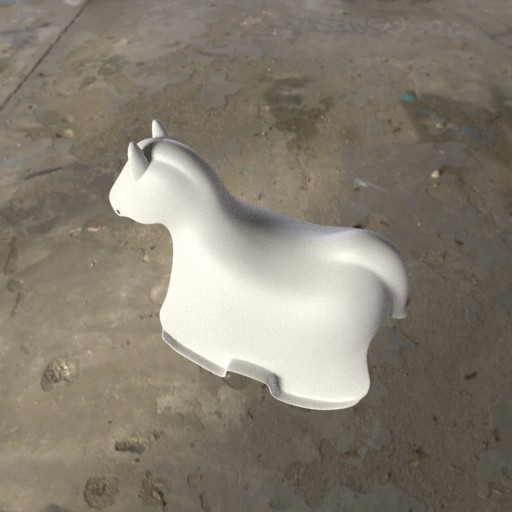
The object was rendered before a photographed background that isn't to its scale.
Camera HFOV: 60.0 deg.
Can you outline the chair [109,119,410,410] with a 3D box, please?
[{"bbox_3d":[0.000,0.000,1.144,0.800,0.612,0.429,15,49,14],"label":"chair"}]
